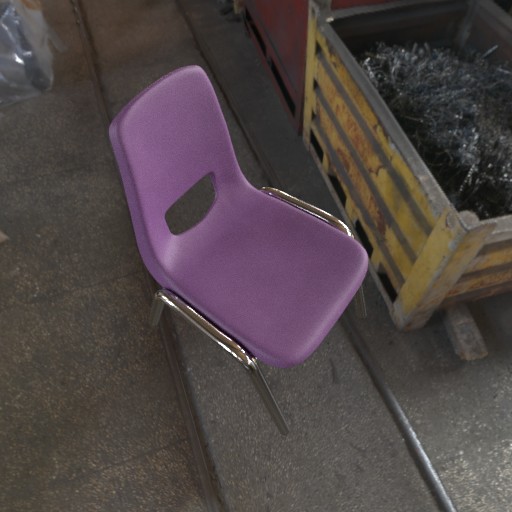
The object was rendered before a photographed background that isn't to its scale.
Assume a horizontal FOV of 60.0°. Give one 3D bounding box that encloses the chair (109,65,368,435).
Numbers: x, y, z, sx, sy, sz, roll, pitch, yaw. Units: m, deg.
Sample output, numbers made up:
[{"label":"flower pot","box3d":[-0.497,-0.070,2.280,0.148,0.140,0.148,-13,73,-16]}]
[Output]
[{"label":"chair","box3d":[0.000,0.000,0.837,0.419,0.584,0.356,32,62,19]}]
